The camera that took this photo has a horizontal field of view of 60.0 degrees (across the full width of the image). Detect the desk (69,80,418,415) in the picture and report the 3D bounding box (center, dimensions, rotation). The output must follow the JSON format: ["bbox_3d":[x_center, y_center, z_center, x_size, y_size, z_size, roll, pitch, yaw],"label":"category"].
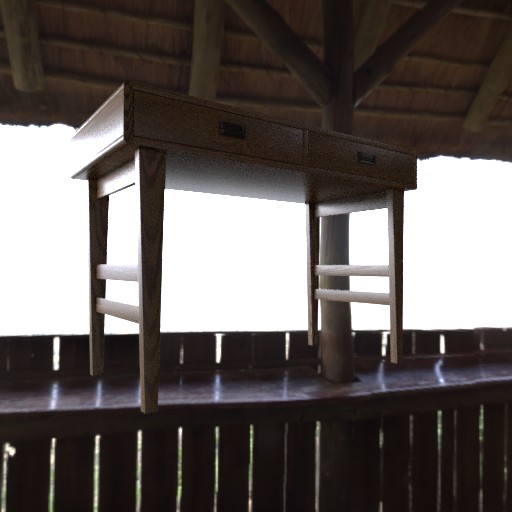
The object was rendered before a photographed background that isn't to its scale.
[{"bbox_3d":[0.000,0.000,1.479,1.067,0.755,0.508,1,-2,-35],"label":"desk"}]
